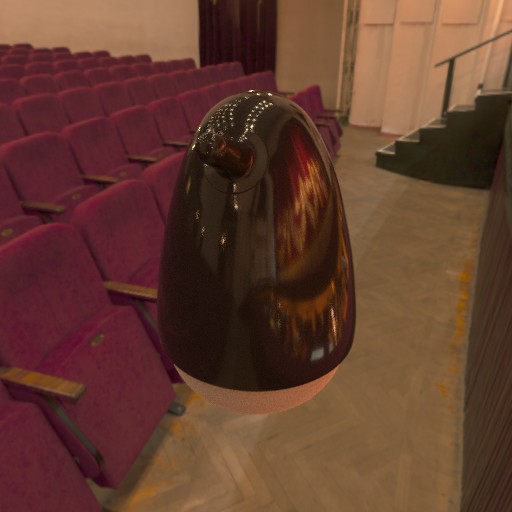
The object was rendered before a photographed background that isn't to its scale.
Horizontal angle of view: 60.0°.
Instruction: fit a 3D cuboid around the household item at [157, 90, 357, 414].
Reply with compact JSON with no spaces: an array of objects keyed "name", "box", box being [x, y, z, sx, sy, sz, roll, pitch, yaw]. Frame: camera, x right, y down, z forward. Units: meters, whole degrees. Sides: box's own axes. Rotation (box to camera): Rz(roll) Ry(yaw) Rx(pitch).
[{"name":"household item","box":[0.000,0.000,0.216,0.102,0.152,0.104,8,28,16]}]
